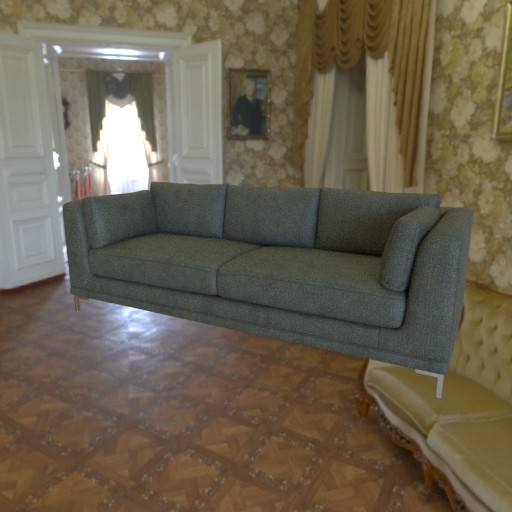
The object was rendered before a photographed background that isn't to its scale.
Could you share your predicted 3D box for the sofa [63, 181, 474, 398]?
[{"bbox_3d":[0.000,0.000,2.839,2.415,0.867,0.969,7,15,27],"label":"sofa"}]
